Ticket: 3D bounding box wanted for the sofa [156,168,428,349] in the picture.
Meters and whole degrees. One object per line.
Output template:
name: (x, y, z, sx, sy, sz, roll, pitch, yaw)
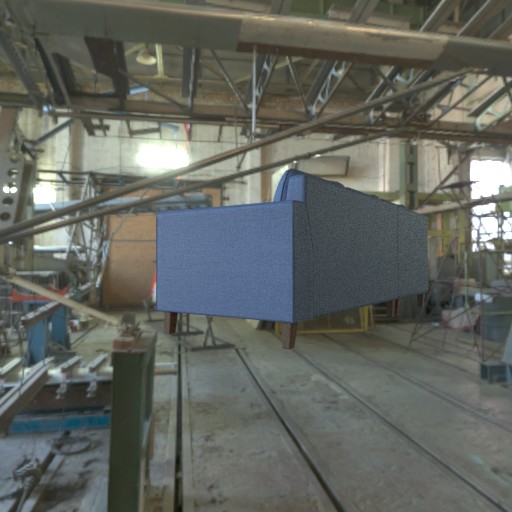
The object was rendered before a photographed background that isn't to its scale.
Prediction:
sofa: (0.000, 0.000, 3.124, 1.829, 0.787, 2.120, -1, -1, 35)
